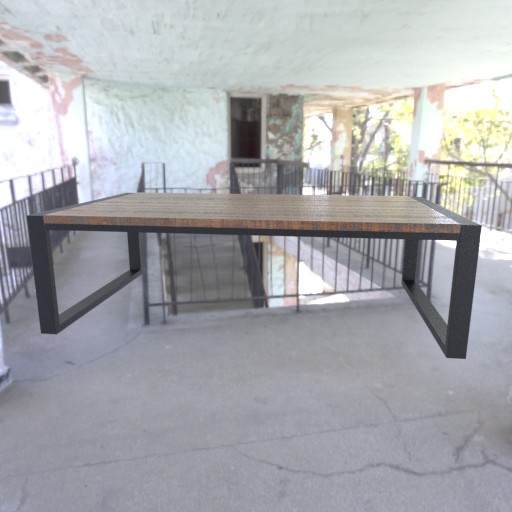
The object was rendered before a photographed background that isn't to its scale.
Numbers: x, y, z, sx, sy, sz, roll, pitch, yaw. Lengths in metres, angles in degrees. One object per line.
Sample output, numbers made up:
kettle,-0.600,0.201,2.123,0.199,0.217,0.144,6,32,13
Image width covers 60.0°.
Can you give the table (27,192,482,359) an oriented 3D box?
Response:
table,0.000,0.000,1.708,1.350,0.400,0.750,2,14,8
